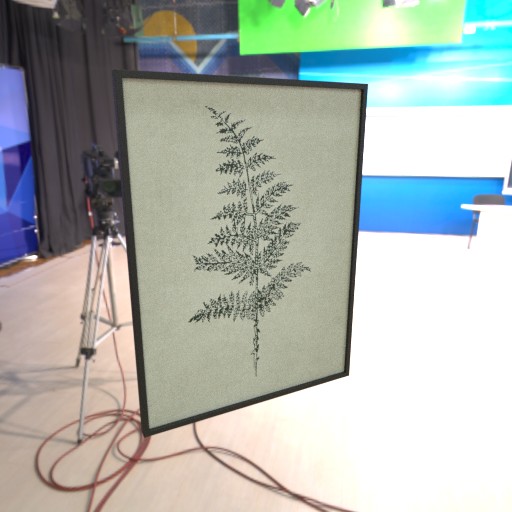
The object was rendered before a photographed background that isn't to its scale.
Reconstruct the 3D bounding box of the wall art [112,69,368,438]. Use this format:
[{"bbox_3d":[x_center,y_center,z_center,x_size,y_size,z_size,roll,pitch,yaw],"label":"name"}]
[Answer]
[{"bbox_3d":[0.000,0.000,1.428,0.802,1.070,0.036,-8,18,-26],"label":"wall art"}]
